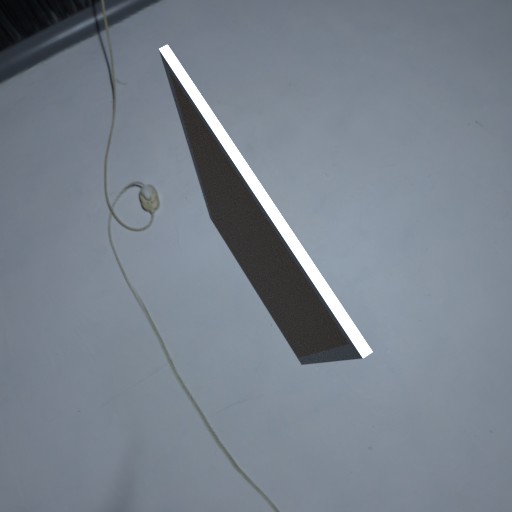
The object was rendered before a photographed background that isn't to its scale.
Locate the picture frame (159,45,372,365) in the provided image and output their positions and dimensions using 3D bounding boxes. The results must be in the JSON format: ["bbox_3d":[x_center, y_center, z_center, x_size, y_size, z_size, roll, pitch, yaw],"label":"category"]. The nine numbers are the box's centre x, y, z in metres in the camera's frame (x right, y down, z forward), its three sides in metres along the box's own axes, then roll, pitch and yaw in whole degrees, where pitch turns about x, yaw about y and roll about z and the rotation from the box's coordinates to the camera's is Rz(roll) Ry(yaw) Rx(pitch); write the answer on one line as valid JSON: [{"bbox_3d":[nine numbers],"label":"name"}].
[{"bbox_3d":[0.000,0.000,0.842,0.013,0.657,0.457,-31,78,-7],"label":"picture frame"}]
